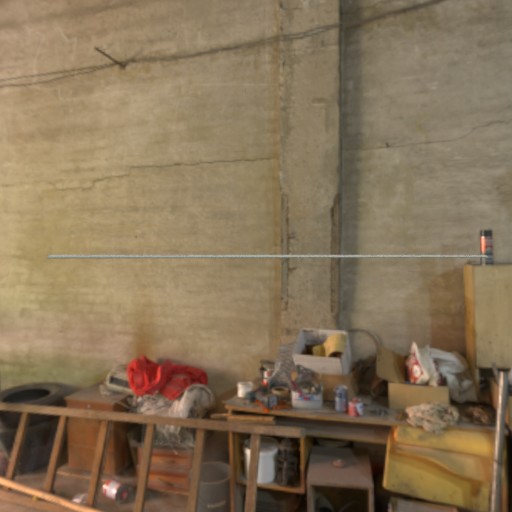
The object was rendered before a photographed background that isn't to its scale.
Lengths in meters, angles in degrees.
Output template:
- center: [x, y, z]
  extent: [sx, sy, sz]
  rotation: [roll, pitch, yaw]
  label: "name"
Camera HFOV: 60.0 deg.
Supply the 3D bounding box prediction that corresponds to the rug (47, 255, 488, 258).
- center: [0.000, 0.000, 2.328]
  extent: [1.839, 0.012, 1.219]
  rotation: [0, 0, -17]
  label: "rug"
